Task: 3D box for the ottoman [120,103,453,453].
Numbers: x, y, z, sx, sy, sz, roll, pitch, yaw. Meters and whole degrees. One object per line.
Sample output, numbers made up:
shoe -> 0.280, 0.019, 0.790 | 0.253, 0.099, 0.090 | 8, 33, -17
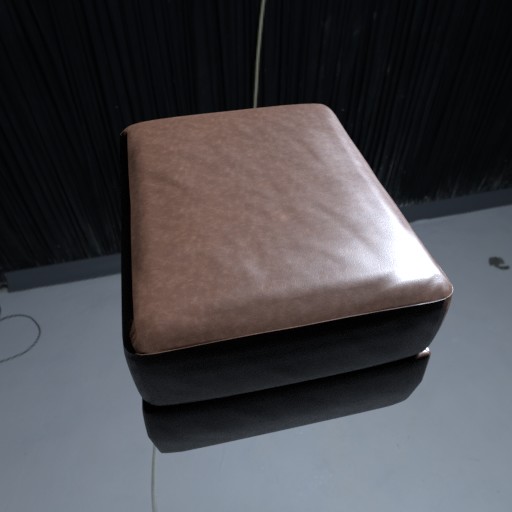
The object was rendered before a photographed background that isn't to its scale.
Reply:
ottoman -> 0.000, 0.000, 1.106 | 0.603, 0.476, 0.751 | -9, 47, -9
